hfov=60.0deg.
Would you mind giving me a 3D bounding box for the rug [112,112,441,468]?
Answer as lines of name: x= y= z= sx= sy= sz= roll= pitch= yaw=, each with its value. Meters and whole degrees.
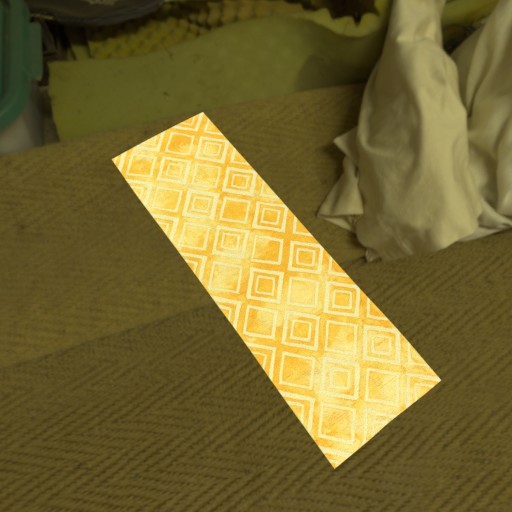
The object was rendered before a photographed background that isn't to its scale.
rug: x=0.000 y=0.000 z=2.789 sx=0.775 sy=0.010 sz=2.438 roll=-33 pitch=68 yaw=-15
